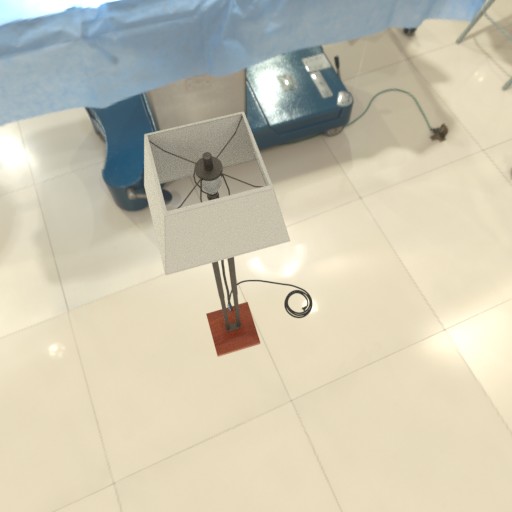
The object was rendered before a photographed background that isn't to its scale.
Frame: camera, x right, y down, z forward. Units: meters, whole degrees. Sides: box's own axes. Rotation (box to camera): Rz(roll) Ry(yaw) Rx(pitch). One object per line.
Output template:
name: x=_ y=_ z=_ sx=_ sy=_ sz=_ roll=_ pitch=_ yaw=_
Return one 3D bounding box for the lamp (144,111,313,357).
lamp: x=0.000 y=0.000 z=2.046 sx=0.745 sy=1.712 sz=0.472 roll=-15 pitch=65 yaw=-7
